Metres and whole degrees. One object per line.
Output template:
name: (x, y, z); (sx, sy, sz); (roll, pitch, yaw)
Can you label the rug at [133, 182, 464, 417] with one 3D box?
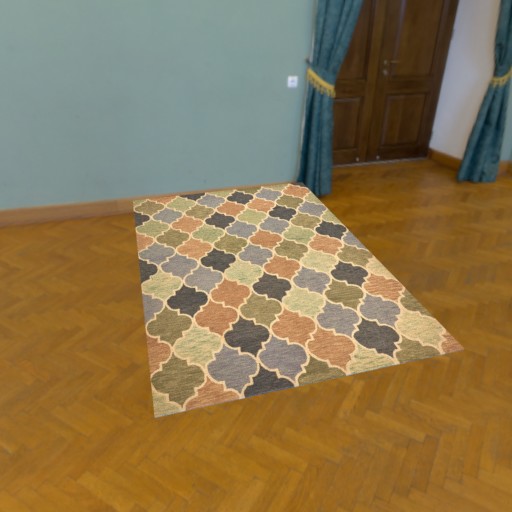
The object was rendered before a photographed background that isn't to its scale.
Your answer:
rug: (0.000, 0.000, 2.380); (1.216, 0.006, 1.828); (-8, 32, -13)
